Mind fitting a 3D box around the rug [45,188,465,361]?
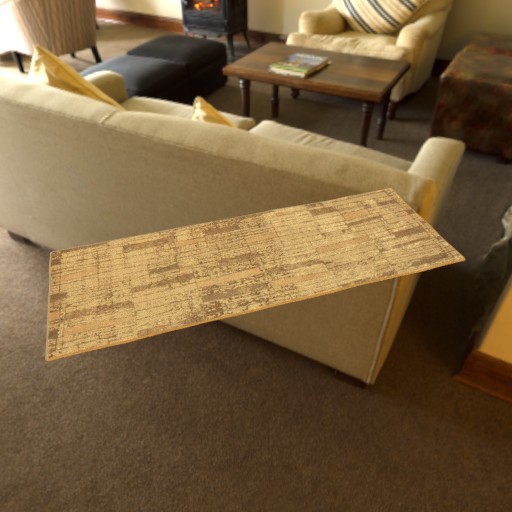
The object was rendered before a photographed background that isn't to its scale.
[{"bbox_3d":[0.000,0.000,2.689,2.383,0.018,0.857,-12,42,-14],"label":"rug"}]
